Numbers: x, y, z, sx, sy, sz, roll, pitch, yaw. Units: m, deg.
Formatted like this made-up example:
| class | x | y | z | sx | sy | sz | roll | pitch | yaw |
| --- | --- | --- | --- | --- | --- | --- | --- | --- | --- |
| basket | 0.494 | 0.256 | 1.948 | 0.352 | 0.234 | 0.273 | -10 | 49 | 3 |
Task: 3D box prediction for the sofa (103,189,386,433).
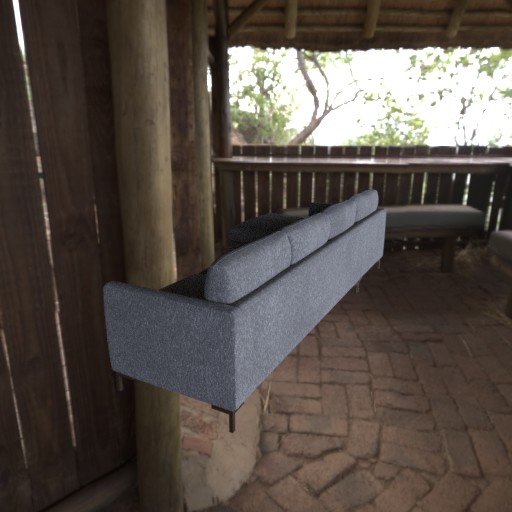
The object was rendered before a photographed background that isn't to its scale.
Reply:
| class | x | y | z | sx | sy | sz | roll | pitch | yaw |
| --- | --- | --- | --- | --- | --- | --- | --- | --- | --- |
| sofa | 0.000 | 0.000 | 3.460 | 1.350 | 0.810 | 2.932 | 9 | 18 | 27 |
